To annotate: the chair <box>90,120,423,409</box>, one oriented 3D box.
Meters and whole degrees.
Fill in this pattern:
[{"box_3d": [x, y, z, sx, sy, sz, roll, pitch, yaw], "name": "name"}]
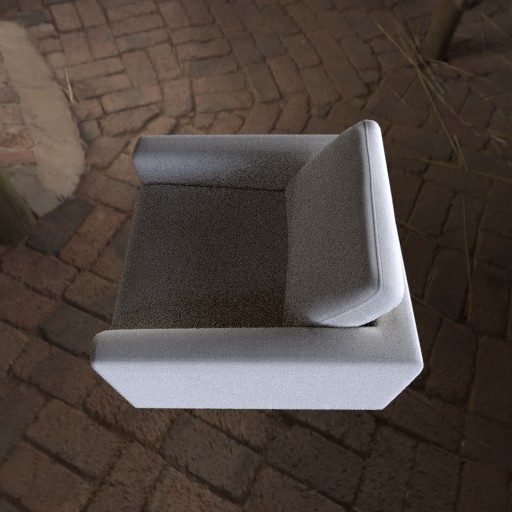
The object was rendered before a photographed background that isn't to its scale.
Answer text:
[{"box_3d": [0.000, 0.000, 1.848, 1.100, 0.876, 1.070, 0, 58, 0], "name": "chair"}]
